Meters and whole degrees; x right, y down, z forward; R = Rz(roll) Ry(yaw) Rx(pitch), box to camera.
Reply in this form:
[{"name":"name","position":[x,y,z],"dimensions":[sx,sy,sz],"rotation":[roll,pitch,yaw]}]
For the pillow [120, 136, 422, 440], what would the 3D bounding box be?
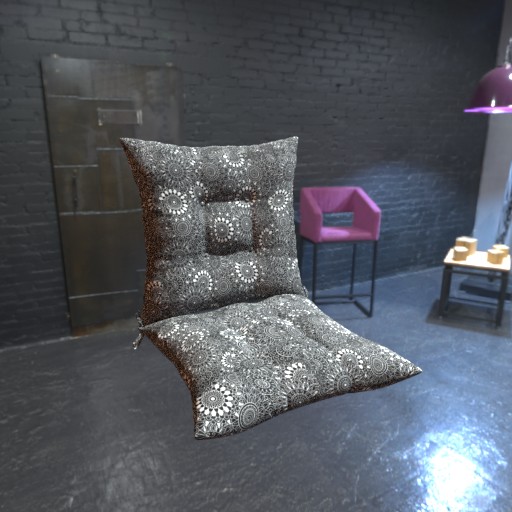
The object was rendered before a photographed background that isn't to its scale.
[{"name":"pillow","position":[0.000,0.000,1.032],"dimensions":[0.541,0.536,0.585],"rotation":[-7,17,-25]}]
